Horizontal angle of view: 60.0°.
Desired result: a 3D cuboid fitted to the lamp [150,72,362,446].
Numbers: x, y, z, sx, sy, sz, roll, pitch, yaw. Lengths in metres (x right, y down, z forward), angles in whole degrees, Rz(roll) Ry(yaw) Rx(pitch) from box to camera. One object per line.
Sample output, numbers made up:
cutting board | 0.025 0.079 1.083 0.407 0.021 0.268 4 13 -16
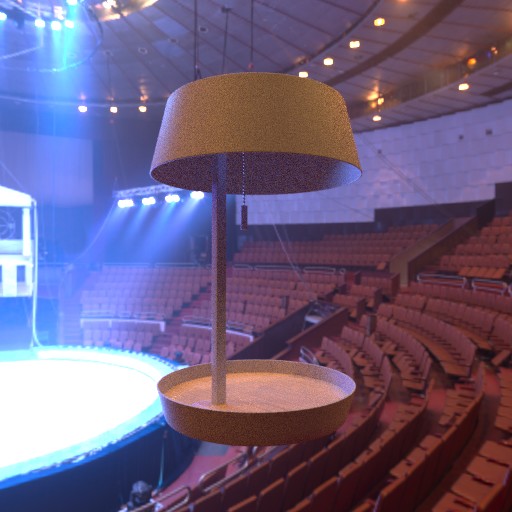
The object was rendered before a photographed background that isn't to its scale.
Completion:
lamp | 0.000 0.000 0.620 0.291 0.429 0.291 0 -1 0
